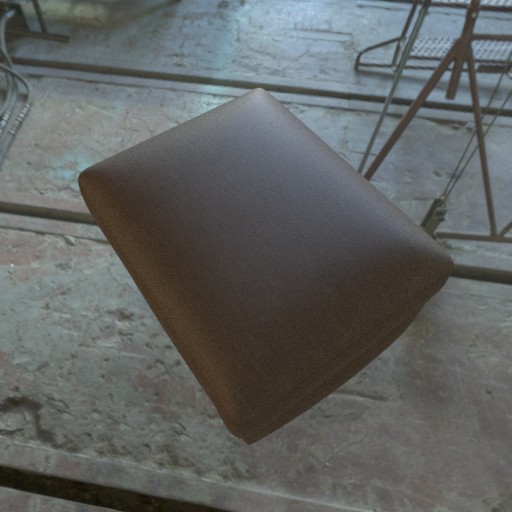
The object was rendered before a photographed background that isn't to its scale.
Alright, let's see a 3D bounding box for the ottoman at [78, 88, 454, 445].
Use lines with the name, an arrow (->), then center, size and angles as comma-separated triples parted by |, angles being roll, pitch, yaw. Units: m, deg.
ottoman -> 0.000, 0.000, 1.216 | 0.635, 0.508, 0.787 | -31, 63, -18
